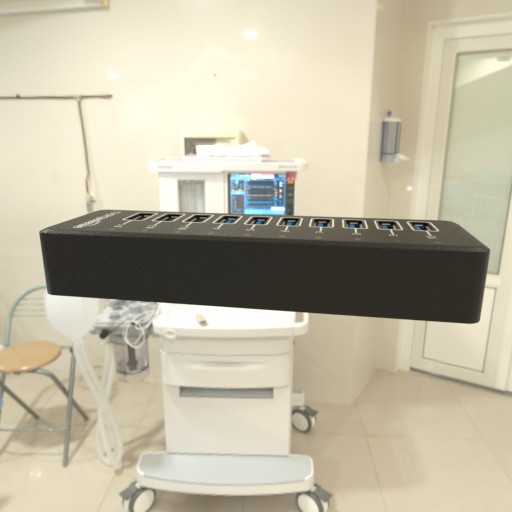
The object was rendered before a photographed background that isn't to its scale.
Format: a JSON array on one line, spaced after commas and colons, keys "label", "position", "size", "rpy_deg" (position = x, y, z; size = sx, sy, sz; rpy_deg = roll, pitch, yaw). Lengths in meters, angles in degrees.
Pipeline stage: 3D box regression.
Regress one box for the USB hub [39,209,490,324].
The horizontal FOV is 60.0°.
[{"label": "USB hub", "position": [0.000, 0.000, 0.161], "size": [0.145, 0.023, 0.044], "rpy_deg": [3, 16, 10]}]
